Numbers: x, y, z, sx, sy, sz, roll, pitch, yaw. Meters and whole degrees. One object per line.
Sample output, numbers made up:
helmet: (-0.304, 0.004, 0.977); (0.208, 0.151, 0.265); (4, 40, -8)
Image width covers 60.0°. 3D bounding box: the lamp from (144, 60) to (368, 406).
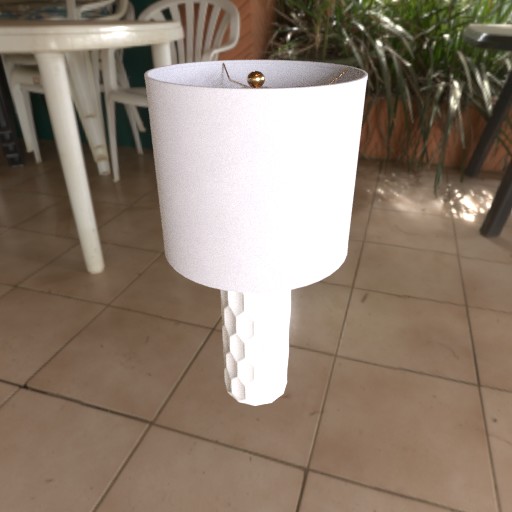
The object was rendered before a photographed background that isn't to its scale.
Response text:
lamp: (0.000, 0.000, 0.692); (0.277, 0.537, 0.277); (8, 30, 15)
